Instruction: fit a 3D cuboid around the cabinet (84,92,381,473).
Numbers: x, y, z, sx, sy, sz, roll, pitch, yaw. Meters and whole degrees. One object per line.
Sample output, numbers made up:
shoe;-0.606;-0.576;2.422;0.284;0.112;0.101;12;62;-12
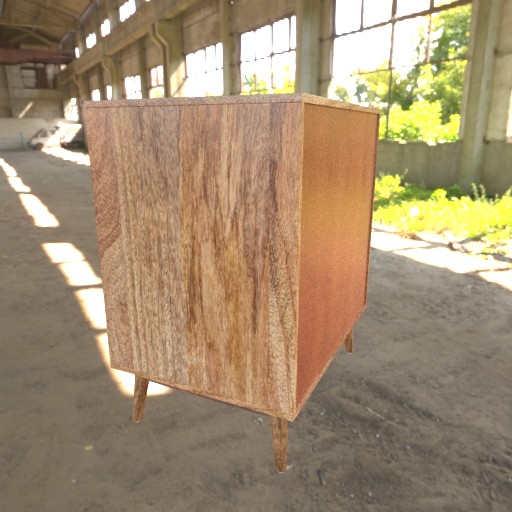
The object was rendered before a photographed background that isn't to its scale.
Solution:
cabinet;0.000;0.000;1.178;0.473;0.758;0.647;8;18;25
